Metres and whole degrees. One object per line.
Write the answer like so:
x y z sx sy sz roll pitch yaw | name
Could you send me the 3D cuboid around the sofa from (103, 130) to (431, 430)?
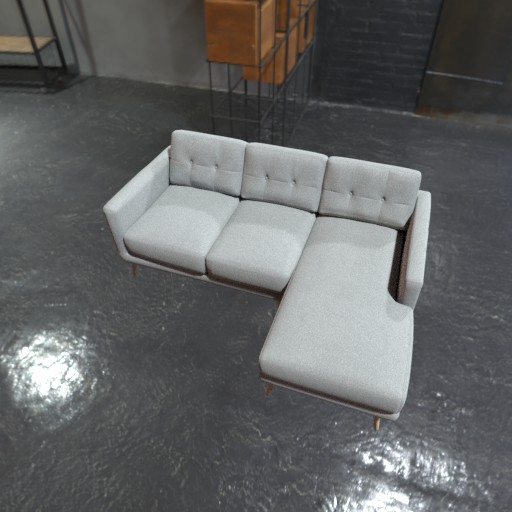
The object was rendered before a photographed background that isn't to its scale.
0.000 0.000 2.865 2.040 0.860 1.530 13 44 14 | sofa
